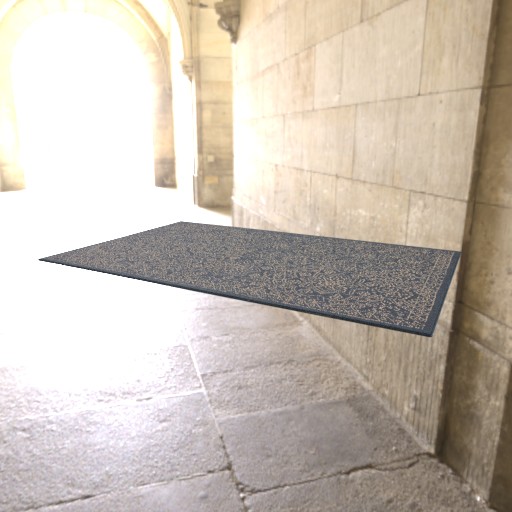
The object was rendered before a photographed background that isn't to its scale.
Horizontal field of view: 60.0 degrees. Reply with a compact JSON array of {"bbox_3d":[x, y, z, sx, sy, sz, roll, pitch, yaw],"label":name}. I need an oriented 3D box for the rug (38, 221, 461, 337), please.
[{"bbox_3d":[0.000,0.000,3.005,2.441,0.015,1.526,8,17,27],"label":"rug"}]
